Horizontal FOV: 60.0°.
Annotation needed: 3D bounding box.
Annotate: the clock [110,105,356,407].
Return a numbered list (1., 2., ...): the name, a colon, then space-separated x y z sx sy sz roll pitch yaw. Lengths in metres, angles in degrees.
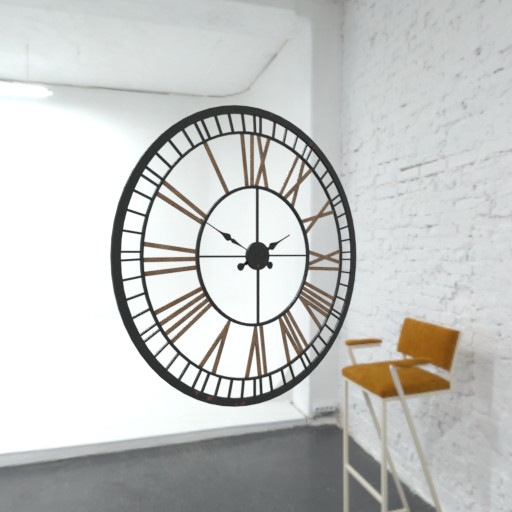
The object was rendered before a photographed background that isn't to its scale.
1. clock: 0.000 0.000 1.274 0.843 0.843 0.025 0 0 -37
